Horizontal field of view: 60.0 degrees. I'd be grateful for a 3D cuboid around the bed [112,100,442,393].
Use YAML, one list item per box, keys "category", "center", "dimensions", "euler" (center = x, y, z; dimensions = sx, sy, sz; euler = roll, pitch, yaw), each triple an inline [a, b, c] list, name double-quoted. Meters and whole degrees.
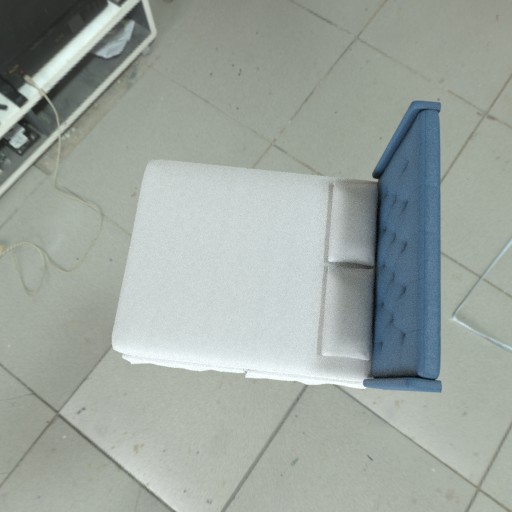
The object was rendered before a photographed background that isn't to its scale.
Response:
- category: "bed"
  center: [0.000, 0.000, 3.263]
  dimensions: [2.078, 1.665, 1.719]
  euler: [6, 74, 2]
